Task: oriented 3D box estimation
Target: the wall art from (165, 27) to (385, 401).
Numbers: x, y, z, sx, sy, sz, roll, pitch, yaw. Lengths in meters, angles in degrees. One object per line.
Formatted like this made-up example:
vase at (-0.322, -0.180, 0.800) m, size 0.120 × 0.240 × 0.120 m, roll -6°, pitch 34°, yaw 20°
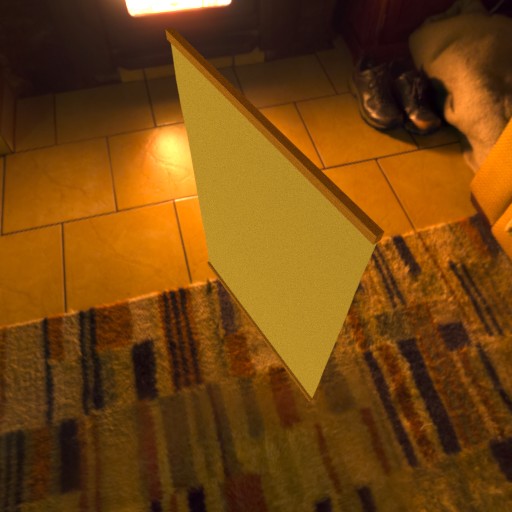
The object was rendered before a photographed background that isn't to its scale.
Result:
wall art at (0.000, 0.000, 1.894) m, size 0.025 × 1.521 × 1.011 m, roll -31°, pitch 63°, yaw -18°
